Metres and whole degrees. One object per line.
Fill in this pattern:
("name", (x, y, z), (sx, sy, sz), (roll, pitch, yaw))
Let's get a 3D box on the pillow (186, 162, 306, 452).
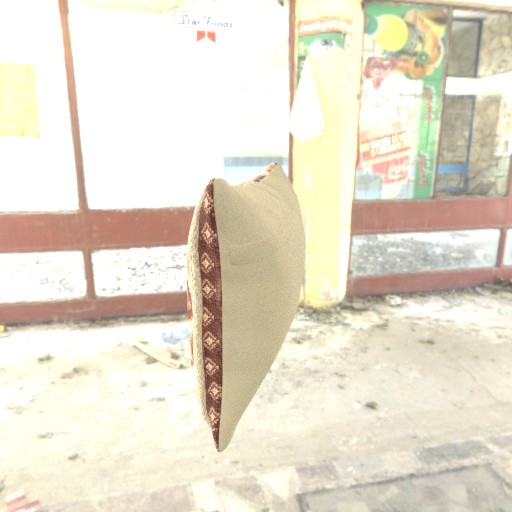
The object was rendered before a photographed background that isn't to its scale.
("pillow", (0.000, 0.000, 0.736), (0.161, 0.295, 0.608), (2, 14, 8))
